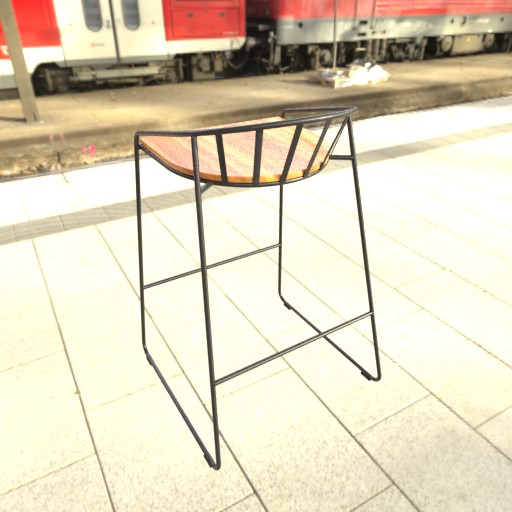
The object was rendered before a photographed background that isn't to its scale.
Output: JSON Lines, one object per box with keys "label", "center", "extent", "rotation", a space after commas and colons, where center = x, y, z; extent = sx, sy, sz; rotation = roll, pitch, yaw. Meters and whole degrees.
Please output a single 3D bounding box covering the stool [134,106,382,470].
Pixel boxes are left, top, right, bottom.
{"label": "stool", "center": [0.000, 0.000, 1.168], "extent": [0.546, 0.812, 0.521], "rotation": [-18, 35, -27]}
